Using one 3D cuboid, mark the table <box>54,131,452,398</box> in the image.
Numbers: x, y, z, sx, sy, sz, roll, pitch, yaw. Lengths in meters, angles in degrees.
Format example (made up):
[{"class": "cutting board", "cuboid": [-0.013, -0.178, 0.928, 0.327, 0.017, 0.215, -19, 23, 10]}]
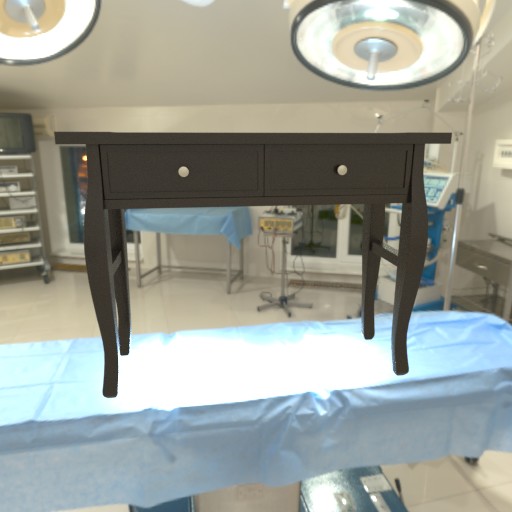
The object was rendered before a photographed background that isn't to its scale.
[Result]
[{"class": "table", "cuboid": [0.000, 0.000, 1.437, 1.062, 0.768, 0.373, -2, 15, -8]}]
